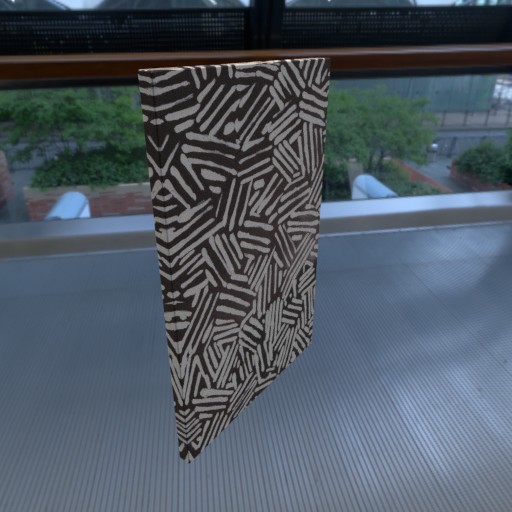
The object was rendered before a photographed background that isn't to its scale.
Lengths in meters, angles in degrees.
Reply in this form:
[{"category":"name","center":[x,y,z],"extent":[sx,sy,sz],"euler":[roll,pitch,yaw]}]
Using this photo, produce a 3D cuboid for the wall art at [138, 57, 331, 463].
[{"category":"wall art","center":[0.000,0.000,1.146],"extent":[0.035,0.918,0.615],"euler":[18,31,32]}]
